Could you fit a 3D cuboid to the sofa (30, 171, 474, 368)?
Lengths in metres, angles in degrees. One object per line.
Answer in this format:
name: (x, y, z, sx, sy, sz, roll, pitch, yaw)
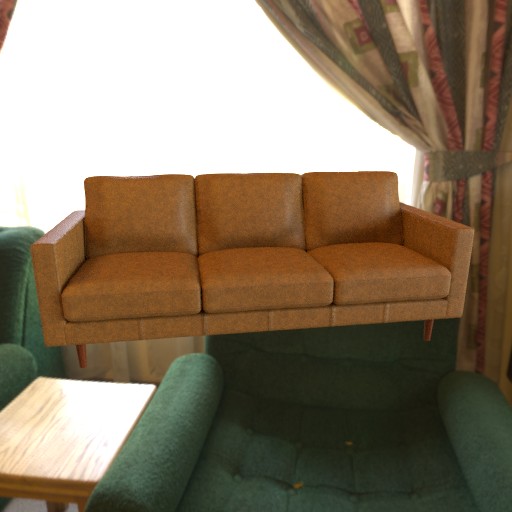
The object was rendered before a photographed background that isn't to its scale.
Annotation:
sofa: (0.000, 0.000, 2.647, 2.231, 0.930, 0.903, -3, 17, -9)
